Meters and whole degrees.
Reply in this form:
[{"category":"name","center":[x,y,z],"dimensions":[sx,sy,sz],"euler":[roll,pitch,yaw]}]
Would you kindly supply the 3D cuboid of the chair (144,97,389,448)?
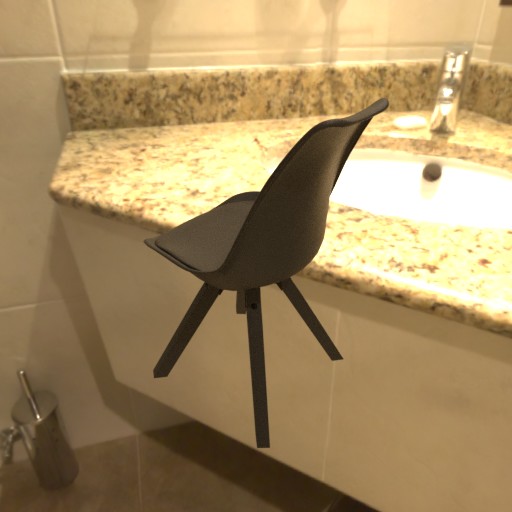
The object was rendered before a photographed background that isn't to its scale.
[{"category":"chair","center":[0.000,0.000,1.204],"dimensions":[0.550,0.850,0.485],"euler":[21,37,31]}]
